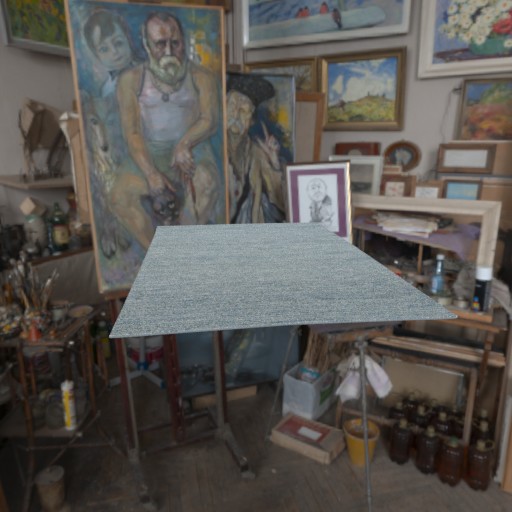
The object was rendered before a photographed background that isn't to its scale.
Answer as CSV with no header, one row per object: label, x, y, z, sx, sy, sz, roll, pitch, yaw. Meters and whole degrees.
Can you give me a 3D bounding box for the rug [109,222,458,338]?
rug,0.000,0.000,2.342,1.174,0.022,1.853,-2,15,-7
